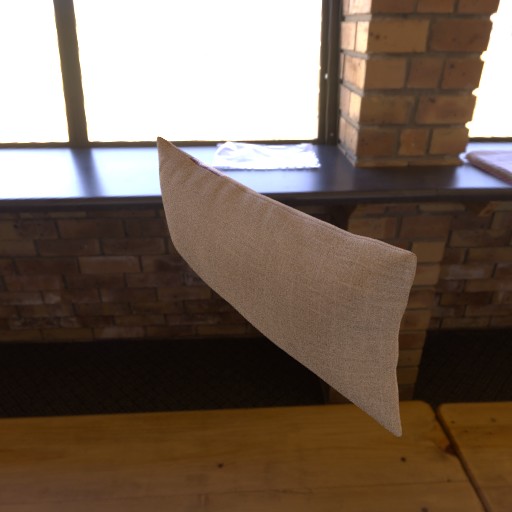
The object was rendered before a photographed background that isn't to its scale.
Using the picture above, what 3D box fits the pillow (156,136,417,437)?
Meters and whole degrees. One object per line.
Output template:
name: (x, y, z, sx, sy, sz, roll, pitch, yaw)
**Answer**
pillow: (0.000, 0.000, 0.724, 0.155, 0.282, 0.612, -18, 33, -30)
